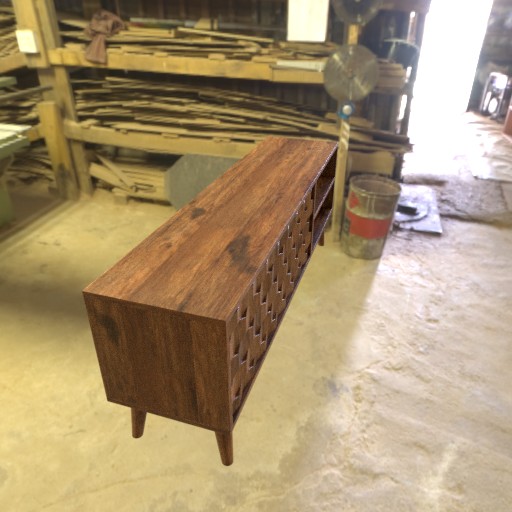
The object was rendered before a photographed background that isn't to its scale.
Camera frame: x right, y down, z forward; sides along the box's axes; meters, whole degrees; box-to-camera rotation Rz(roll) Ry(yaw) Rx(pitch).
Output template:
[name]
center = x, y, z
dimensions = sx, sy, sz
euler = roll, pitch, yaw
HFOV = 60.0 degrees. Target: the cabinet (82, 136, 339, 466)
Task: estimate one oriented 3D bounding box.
[cabinet]
center = 0.000, 0.000, 1.682
dimensions = 0.349, 0.528, 1.448
euler = 9, 31, 16
